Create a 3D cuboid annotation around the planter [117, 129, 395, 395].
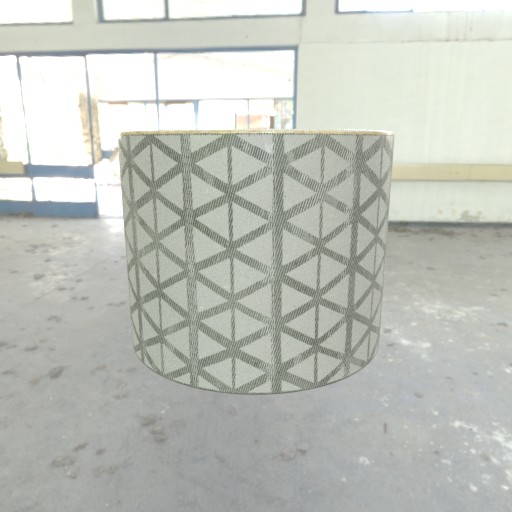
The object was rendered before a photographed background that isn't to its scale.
[{"bbox_3d":[0.000,0.000,0.446,0.250,0.239,0.250,0,14,0],"label":"planter"}]
